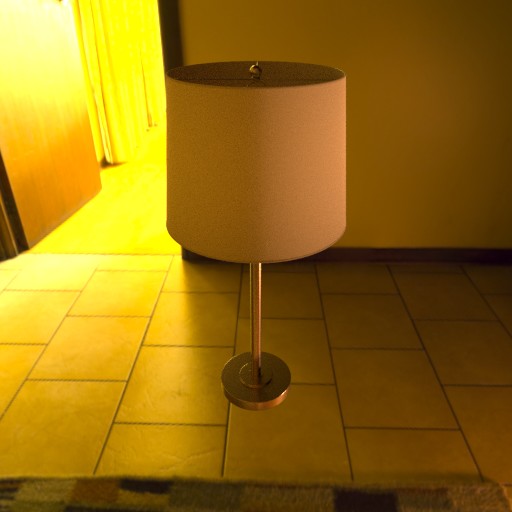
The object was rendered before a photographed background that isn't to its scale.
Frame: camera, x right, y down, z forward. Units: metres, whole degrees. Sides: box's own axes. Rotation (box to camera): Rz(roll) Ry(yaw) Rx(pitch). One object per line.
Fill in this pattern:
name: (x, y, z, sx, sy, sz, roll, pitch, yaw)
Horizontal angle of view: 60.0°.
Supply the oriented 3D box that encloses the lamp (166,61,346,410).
lamp: (0.000, 0.000, 0.873, 0.333, 0.696, 0.333, 0, 30, 0)
